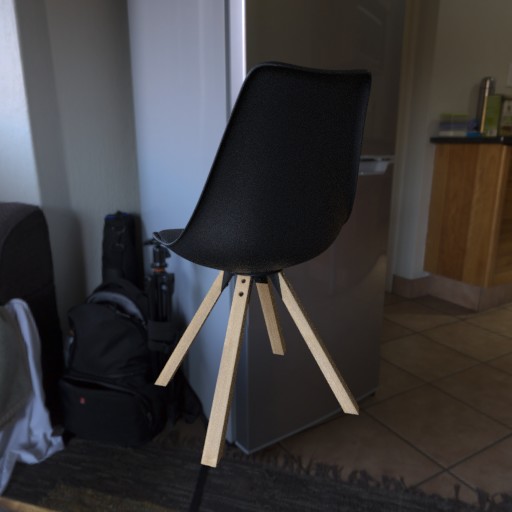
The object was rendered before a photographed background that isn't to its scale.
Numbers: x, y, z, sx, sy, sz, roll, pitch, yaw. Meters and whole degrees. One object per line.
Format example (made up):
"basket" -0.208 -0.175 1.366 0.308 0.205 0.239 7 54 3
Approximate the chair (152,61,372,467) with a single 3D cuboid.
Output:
"chair" 0.000 0.000 1.144 0.485 0.850 0.549 -8 17 -27
